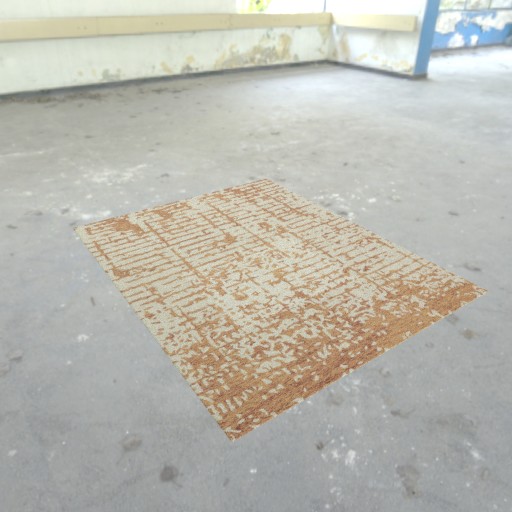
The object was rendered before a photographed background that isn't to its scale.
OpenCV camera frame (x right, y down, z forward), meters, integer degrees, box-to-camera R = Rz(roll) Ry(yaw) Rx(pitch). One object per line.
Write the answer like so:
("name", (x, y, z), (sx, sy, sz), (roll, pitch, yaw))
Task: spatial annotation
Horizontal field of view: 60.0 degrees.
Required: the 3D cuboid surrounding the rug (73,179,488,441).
("rug", (0.000, 0.000, 4.048), (2.441, 0.011, 3.050), (-20, 36, -29))
